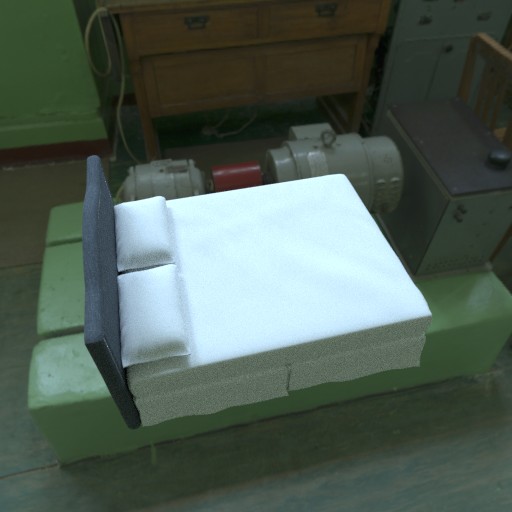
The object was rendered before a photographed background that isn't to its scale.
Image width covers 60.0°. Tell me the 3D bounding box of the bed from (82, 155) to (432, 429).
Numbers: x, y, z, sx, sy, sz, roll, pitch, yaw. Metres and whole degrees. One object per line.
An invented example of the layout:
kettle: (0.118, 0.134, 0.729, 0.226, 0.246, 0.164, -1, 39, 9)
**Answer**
bed: (0.000, 0.000, 4.068, 2.689, 1.457, 2.161, -10, 48, -9)
